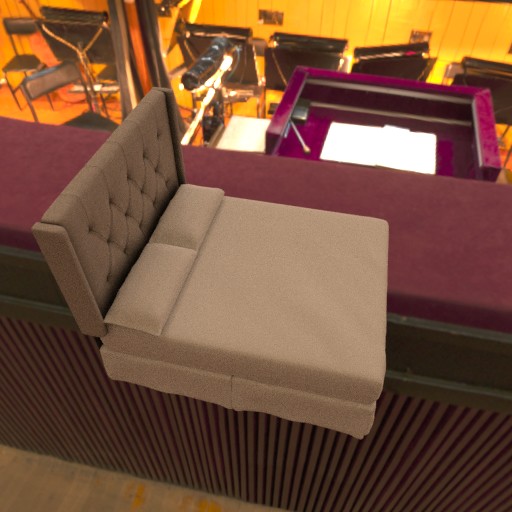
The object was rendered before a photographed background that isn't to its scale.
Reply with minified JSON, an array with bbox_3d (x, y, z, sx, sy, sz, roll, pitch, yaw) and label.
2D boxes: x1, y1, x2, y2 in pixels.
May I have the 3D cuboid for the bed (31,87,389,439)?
[{"bbox_3d":[0.000,0.000,3.321,2.066,1.665,1.719,9,47,9],"label":"bed"}]
